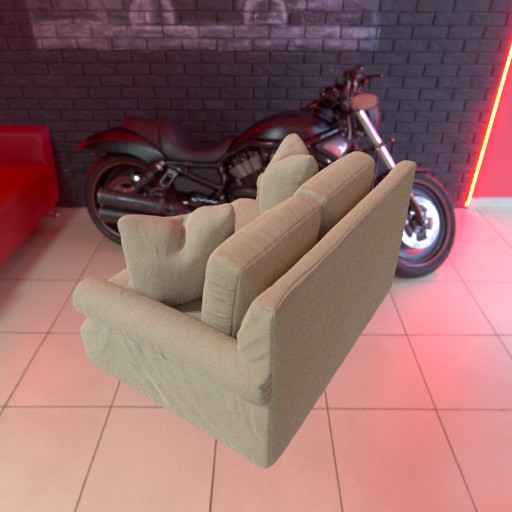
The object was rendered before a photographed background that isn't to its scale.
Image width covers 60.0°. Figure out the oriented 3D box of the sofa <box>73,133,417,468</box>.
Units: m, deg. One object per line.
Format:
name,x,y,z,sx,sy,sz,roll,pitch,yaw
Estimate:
sofa,0.000,0.000,2.195,1.070,0.905,1.550,19,37,27
